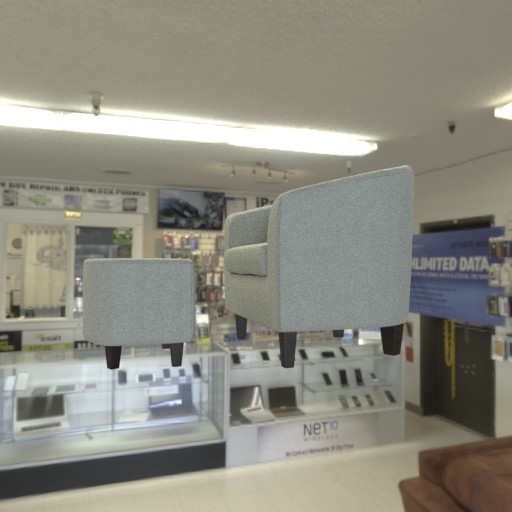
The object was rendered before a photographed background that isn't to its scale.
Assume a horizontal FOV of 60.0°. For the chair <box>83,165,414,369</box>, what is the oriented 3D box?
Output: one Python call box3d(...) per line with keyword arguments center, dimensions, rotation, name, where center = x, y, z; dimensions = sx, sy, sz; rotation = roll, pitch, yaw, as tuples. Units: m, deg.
box3d(center=(0.000, 0.000, 1.769), dimensions=(1.288, 0.757, 0.756), rotation=(0, -1, -17), name="chair")
